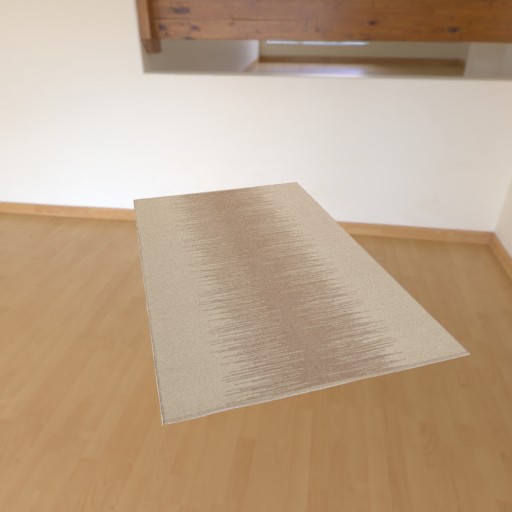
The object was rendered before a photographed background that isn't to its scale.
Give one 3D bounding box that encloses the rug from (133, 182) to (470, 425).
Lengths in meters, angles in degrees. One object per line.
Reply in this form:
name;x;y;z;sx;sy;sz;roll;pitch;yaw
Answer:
rug;0.000;0.000;3.032;1.522;0.012;2.440;-8;32;-14
